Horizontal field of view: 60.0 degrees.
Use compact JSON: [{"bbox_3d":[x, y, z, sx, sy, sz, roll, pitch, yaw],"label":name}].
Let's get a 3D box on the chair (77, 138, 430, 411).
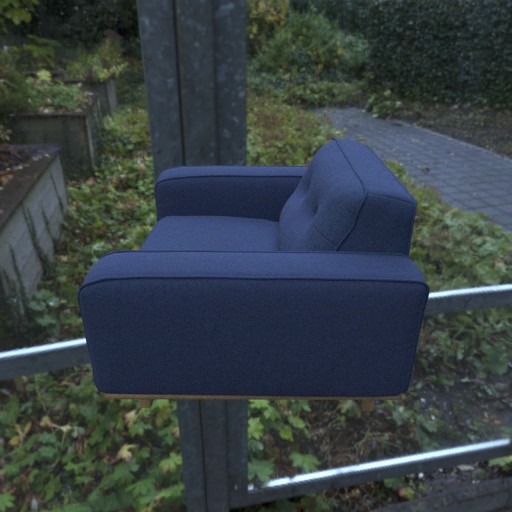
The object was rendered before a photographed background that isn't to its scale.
[{"bbox_3d":[0.000,0.000,1.722,0.953,0.783,1.118,1,27,1],"label":"chair"}]
